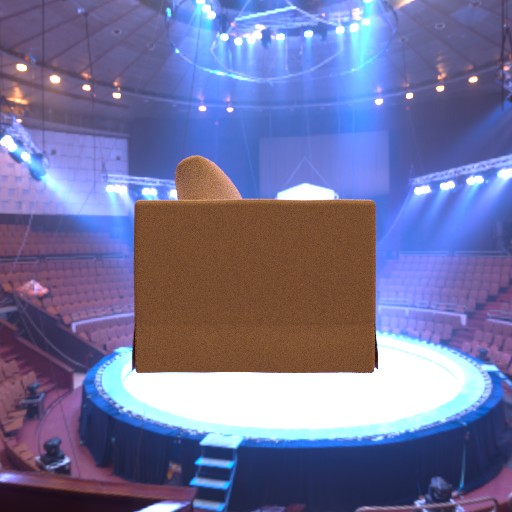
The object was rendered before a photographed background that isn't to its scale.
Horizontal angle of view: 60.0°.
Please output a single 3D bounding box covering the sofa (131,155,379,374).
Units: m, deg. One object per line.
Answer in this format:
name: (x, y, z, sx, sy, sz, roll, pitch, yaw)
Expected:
sofa: (0.000, 0.000, 2.754, 0.954, 0.881, 2.163, 0, 0, 0)
